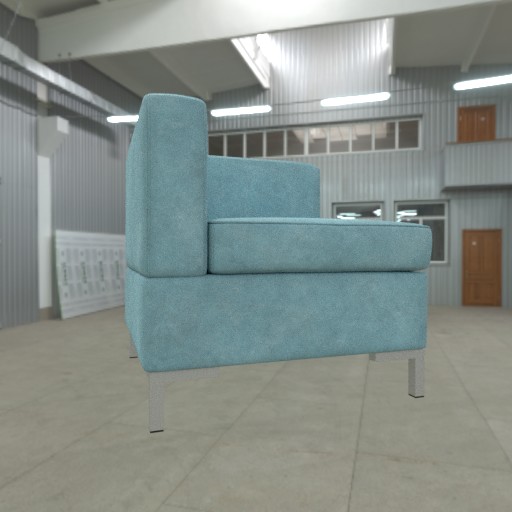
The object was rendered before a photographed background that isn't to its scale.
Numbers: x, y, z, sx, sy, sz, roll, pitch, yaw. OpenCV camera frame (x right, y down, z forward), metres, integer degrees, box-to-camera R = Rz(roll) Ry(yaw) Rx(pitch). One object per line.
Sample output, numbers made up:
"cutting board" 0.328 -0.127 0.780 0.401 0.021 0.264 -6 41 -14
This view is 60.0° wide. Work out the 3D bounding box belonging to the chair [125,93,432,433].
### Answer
"chair" 0.000 0.000 1.243 0.684 0.660 0.691 0 1 -19
